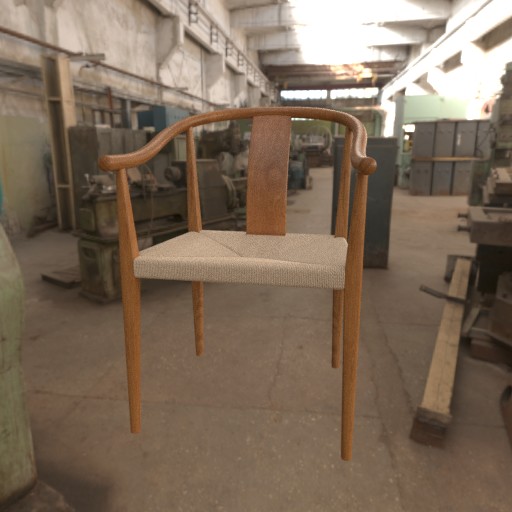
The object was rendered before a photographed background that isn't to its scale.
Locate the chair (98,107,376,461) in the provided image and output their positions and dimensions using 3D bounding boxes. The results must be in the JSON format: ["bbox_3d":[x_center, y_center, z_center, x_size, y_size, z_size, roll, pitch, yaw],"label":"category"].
[{"bbox_3d":[0.000,0.000,1.194,0.556,0.800,0.579,3,15,10],"label":"chair"}]
